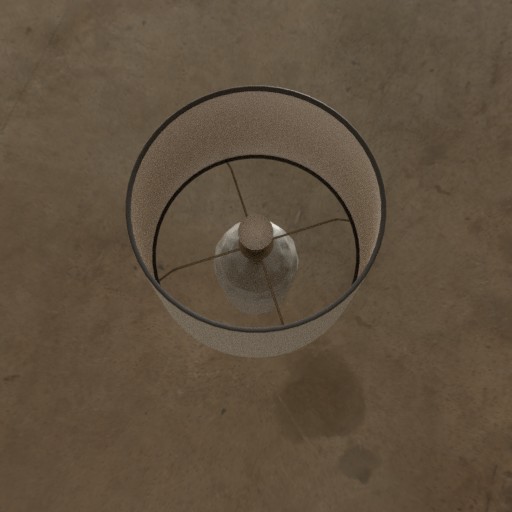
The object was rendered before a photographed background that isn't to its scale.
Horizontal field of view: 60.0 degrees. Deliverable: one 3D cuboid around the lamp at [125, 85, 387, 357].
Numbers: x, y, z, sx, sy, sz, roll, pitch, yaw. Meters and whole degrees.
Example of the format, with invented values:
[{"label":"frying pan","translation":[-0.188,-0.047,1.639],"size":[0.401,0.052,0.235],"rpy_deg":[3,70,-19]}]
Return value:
[{"label":"lamp","translation":[0.000,0.000,0.838],"size":[0.376,0.594,0.376],"rpy_deg":[0,77,0]}]
